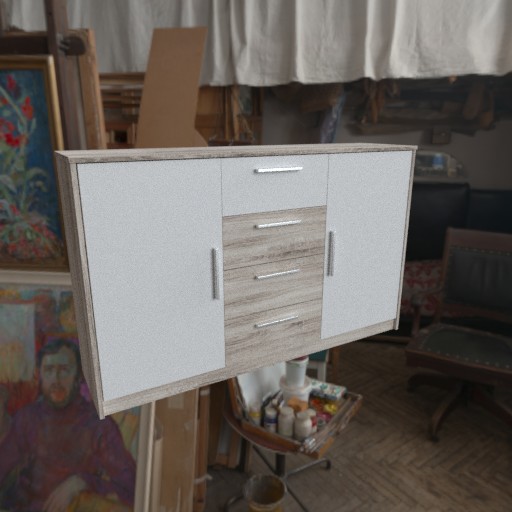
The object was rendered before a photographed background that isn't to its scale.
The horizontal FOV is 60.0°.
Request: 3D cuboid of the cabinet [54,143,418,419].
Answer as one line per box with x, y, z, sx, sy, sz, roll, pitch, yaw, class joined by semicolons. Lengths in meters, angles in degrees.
0.000;0.000;1.902;1.450;0.900;0.380;-9;19;-28;cabinet
